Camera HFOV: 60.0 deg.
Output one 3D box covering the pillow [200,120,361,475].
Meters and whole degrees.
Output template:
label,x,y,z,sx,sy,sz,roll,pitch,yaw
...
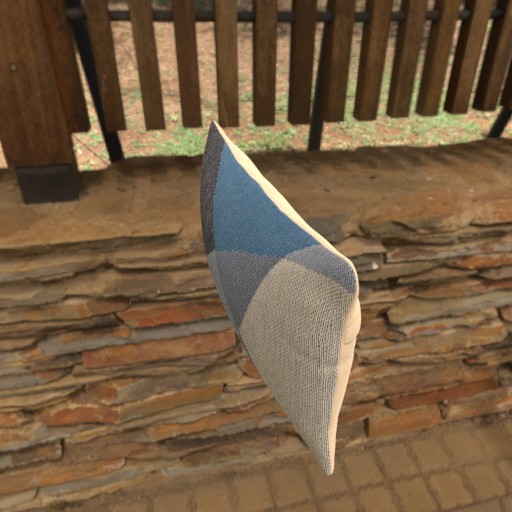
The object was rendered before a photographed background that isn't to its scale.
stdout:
label,x,y,z,sx,sy,sz,roll,pitch,yaw
pillow,0.000,0.000,0.723,0.148,0.307,0.604,-9,32,-15
